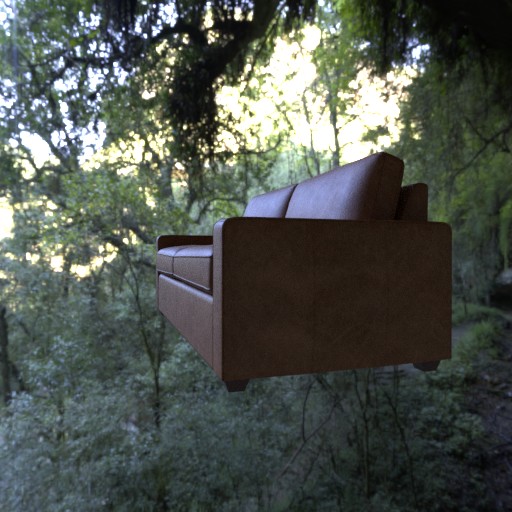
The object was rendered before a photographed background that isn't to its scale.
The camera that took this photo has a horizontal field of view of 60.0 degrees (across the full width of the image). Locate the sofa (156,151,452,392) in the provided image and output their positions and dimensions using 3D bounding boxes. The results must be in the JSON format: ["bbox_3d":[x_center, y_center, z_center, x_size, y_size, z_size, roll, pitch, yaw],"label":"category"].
[{"bbox_3d":[0.000,0.000,2.641,0.991,0.928,2.156,0,1,-19],"label":"sofa"}]
